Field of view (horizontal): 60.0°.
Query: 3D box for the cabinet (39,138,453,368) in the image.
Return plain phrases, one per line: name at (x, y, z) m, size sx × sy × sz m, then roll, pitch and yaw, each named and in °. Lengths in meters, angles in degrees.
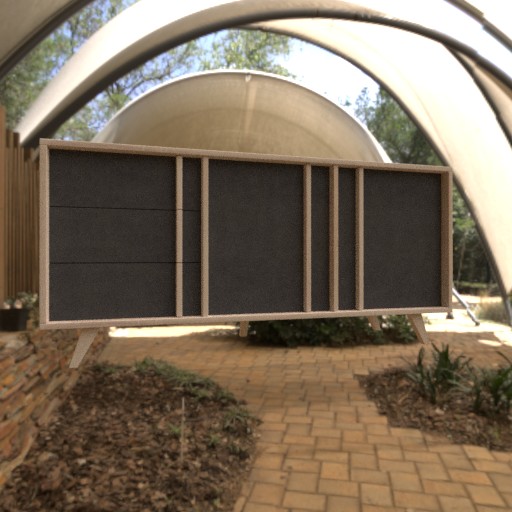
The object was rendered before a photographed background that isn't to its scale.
cabinet at (0.000, 0.000, 1.947) m, size 1.650 × 0.780 × 0.500 m, roll 0°, pitch 0°, yaw -17°
